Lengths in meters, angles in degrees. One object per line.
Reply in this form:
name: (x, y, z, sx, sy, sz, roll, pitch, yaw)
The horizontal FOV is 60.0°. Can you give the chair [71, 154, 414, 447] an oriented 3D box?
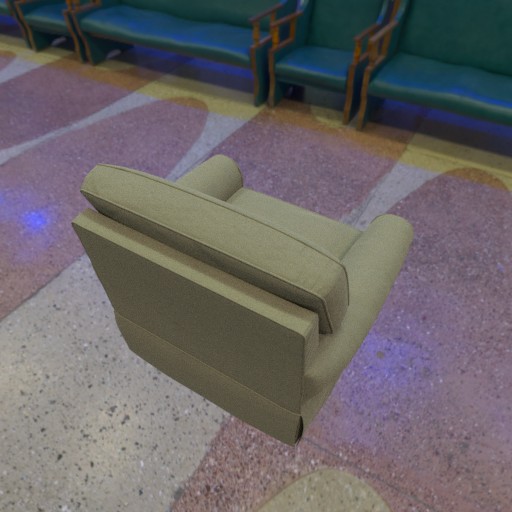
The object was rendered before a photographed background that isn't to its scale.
chair: (0.000, 0.000, 1.922, 1.135, 1.017, 0.988, 24, 50, 22)
